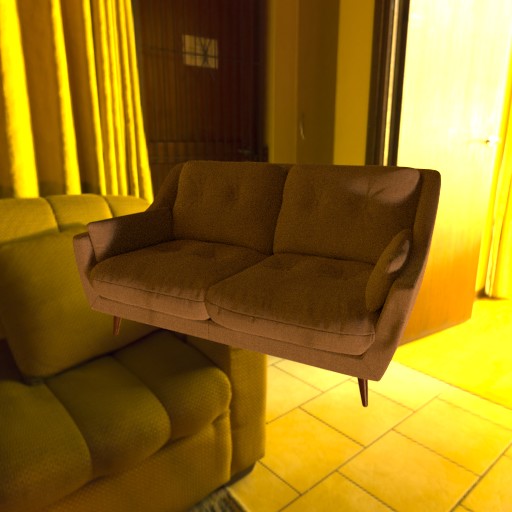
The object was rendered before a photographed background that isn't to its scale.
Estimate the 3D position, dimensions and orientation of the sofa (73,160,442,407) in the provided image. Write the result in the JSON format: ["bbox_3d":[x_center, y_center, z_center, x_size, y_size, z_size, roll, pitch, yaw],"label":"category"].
[{"bbox_3d":[0.000,0.000,2.225,1.652,0.888,0.965,8,17,28],"label":"sofa"}]
